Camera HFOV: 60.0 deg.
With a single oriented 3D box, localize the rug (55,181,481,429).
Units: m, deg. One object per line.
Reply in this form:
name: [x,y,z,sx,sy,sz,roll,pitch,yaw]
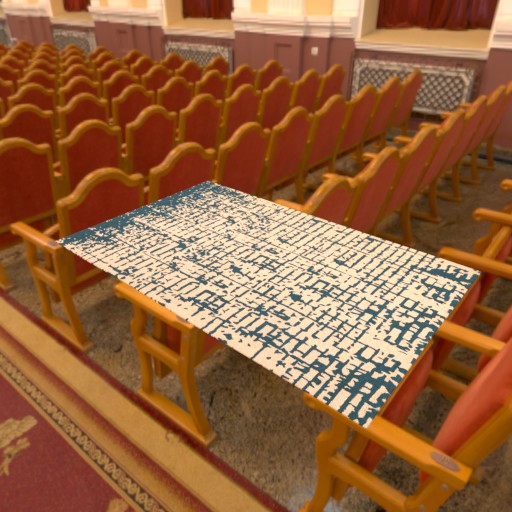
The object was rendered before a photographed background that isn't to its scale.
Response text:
rug: [0.000,0.000,2.962,2.435,0.011,1.517,23,38,33]
